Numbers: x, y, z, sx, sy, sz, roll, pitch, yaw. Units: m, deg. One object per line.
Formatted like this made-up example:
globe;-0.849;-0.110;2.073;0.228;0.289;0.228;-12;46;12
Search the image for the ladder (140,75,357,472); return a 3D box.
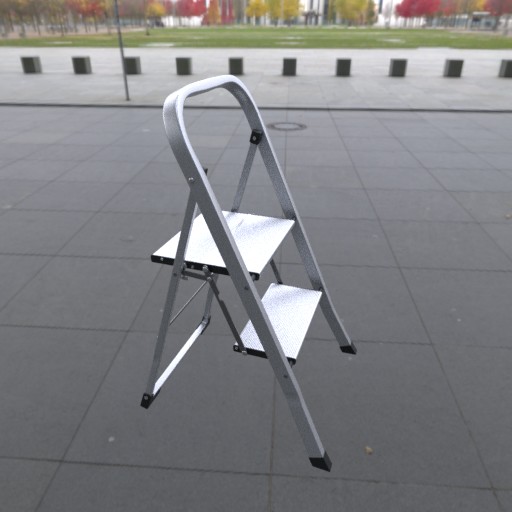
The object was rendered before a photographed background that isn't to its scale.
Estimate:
ladder;0.000;0.000;1.120;0.530;0.830;0.465;9;29;17
